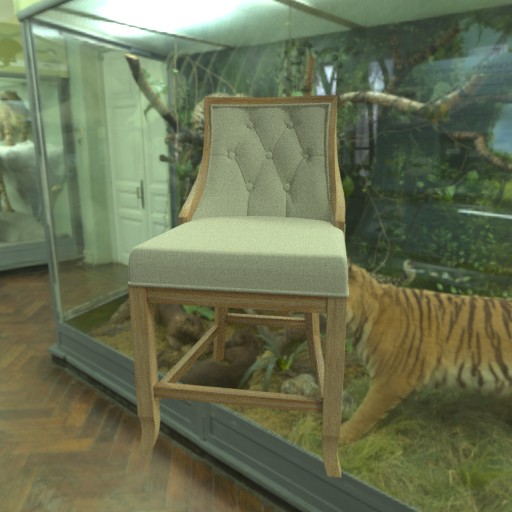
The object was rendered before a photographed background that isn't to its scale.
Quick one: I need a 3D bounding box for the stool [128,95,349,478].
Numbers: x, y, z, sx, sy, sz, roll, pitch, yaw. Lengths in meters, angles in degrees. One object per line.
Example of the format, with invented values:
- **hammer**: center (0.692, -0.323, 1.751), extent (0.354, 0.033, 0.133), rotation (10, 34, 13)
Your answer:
- **stool**: center (0.000, 0.000, 1.301), extent (0.524, 0.938, 0.626), rotation (2, 14, 9)
